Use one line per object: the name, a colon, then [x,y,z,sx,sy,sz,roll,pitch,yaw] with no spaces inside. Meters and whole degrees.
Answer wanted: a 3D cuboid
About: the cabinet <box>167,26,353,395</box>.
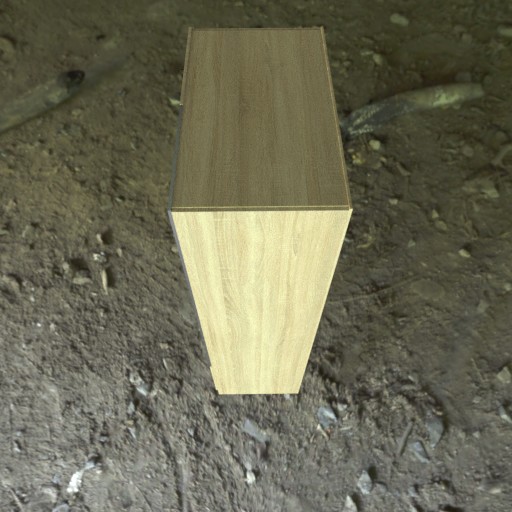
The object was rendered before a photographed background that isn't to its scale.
cabinet: [0.000,0.000,2.538,0.590,2.121,1.001,-1,58,0]
